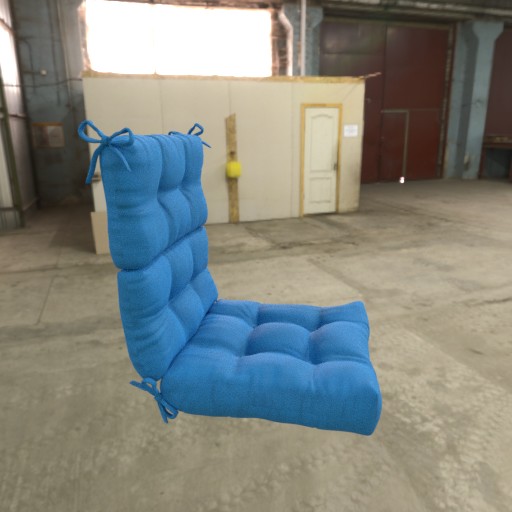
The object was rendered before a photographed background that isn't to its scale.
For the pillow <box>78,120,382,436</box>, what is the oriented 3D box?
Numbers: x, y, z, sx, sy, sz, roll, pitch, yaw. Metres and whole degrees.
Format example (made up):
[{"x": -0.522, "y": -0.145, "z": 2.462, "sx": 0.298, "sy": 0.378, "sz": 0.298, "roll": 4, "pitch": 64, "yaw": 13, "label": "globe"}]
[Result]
[{"x": 0.000, "y": 0.000, "z": 1.040, "sx": 0.571, "sy": 0.605, "sz": 0.519, "roll": 3, "pitch": 16, "yaw": 9, "label": "pillow"}]
